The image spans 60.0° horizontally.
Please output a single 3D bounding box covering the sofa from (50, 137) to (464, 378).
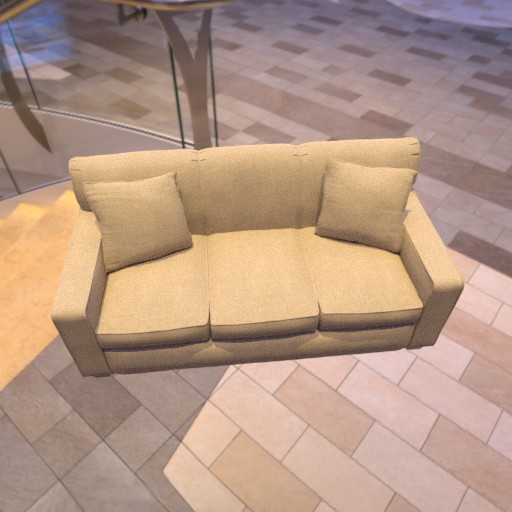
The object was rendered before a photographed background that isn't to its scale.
[{"bbox_3d":[0.000,0.000,2.547,2.024,0.958,0.997,-4,45,-4],"label":"sofa"}]
